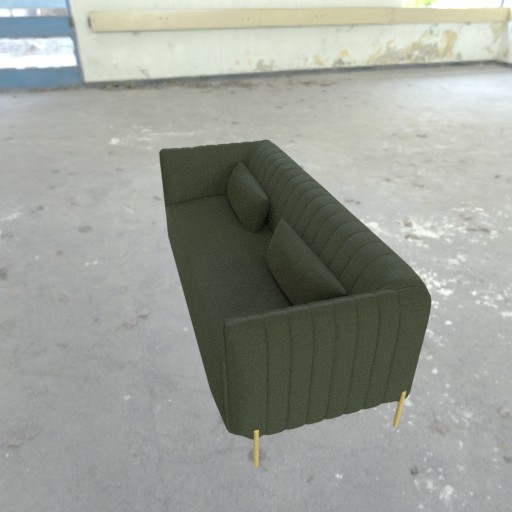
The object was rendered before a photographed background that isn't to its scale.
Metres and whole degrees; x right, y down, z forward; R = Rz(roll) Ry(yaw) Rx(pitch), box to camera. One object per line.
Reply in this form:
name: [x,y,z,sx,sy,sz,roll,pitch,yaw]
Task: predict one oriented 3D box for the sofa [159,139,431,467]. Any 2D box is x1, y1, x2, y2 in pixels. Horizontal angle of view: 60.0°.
sofa: [0.000,0.000,2.656,0.896,0.793,2.137,-9,33,-14]
